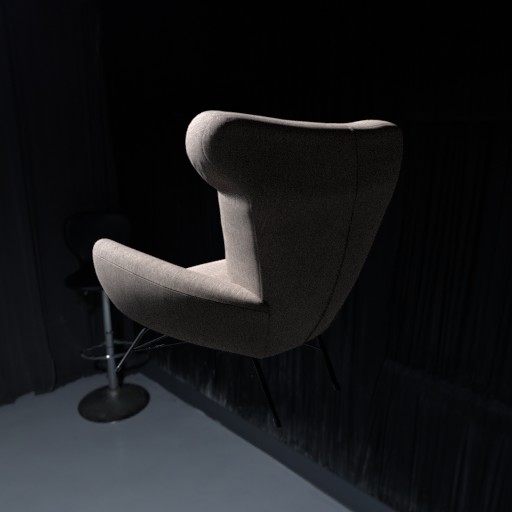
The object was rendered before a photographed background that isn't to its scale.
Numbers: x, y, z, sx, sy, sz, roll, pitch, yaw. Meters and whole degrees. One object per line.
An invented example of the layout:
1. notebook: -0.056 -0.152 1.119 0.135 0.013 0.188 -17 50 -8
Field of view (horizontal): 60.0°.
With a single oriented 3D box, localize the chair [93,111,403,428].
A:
1. chair: 0.000 0.000 1.738 0.980 1.040 0.900 -14 21 -42
